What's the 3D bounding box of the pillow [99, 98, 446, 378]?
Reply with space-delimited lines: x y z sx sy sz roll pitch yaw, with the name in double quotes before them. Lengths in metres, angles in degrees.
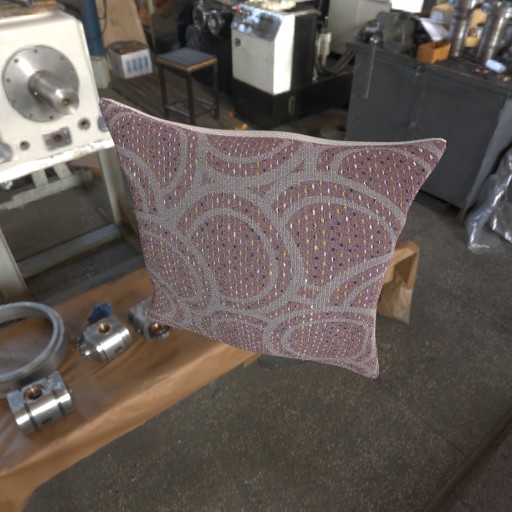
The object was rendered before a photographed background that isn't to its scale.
"pillow" 0.000 0.000 0.791 0.514 0.513 0.163 11 41 13
